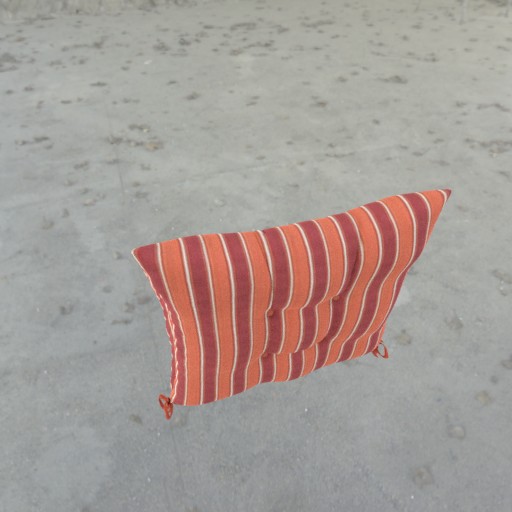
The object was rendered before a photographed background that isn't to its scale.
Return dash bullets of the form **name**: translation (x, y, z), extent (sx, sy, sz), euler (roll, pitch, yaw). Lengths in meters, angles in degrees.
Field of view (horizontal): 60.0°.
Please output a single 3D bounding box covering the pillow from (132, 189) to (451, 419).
- **pillow**: translation (0.000, 0.000, 0.993), extent (0.541, 0.536, 0.585), euler (-12, 41, -14)
